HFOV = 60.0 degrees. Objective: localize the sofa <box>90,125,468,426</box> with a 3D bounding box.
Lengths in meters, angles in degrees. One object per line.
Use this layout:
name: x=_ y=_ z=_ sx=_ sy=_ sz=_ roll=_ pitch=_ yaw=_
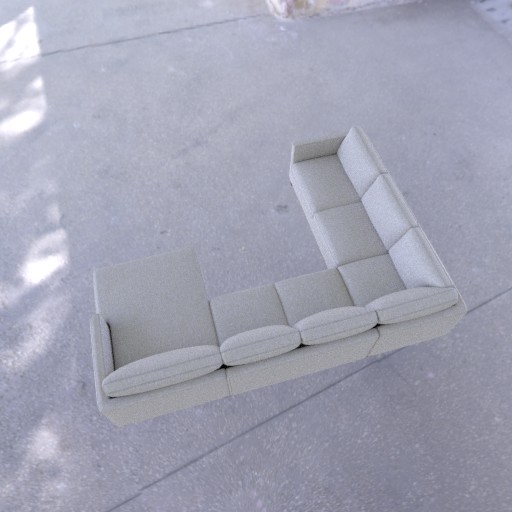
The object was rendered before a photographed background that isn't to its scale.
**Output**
sofa: x=0.000 y=0.000 z=4.677 sx=3.403 sy=0.889 sz=2.551 roll=-13 pitch=59 yaw=-8
